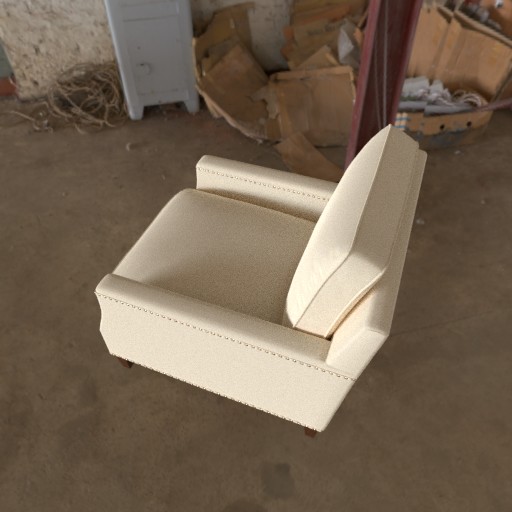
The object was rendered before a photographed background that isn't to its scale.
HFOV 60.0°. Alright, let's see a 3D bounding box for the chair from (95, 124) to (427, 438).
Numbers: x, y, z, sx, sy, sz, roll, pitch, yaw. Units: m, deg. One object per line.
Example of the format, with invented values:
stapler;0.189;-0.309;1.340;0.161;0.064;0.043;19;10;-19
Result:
chair;0.000;0.000;1.703;1.014;0.943;0.853;16;49;14
